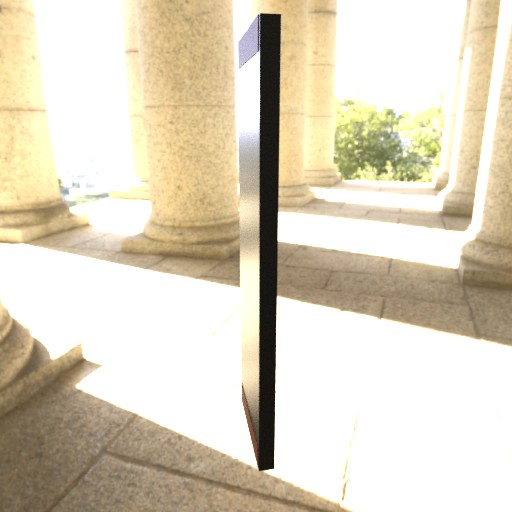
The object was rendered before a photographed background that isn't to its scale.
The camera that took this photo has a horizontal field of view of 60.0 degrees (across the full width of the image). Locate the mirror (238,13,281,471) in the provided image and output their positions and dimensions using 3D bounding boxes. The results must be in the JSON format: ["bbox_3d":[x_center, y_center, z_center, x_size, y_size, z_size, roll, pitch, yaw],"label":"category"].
[{"bbox_3d":[0.000,0.000,1.216,0.047,1.123,0.343,-3,17,-9],"label":"mirror"}]
